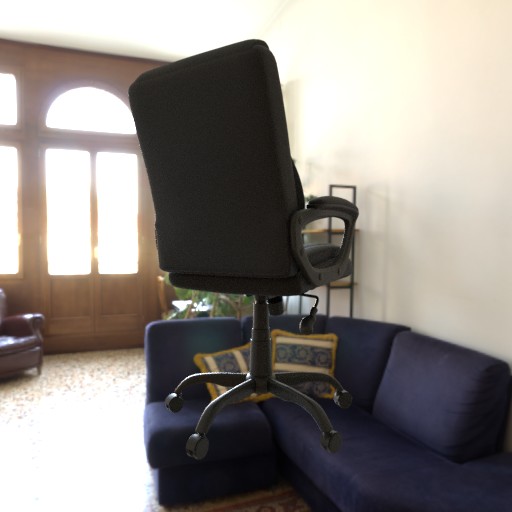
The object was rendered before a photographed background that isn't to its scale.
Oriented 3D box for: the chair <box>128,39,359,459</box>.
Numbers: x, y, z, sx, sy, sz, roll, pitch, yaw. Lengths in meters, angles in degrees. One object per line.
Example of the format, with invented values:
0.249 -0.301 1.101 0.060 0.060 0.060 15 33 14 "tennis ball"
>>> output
0.000 0.000 1.413 0.615 1.072 0.655 1 2 34 "chair"
